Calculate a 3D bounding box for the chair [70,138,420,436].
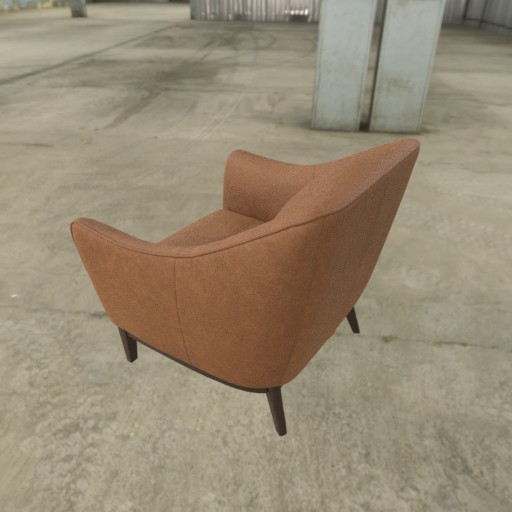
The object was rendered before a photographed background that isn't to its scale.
[{"bbox_3d":[0.000,0.000,1.560,0.852,0.830,0.871,20,36,29],"label":"chair"}]
